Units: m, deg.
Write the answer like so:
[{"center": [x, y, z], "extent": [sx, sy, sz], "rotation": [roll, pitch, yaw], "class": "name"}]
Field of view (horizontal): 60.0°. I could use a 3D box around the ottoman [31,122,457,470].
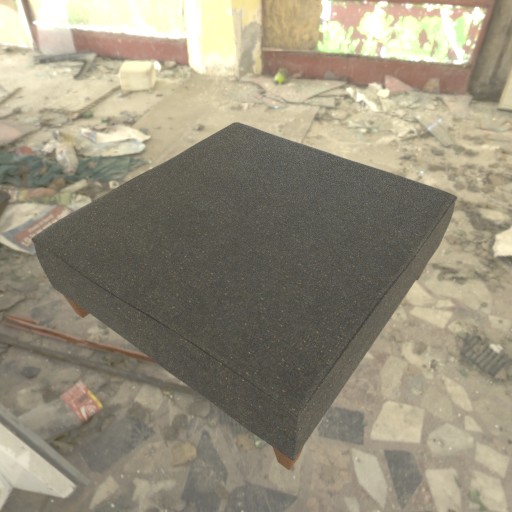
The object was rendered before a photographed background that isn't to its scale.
[{"center": [0.000, 0.000, 1.522], "extent": [0.968, 0.382, 1.004], "rotation": [27, 48, 27], "class": "ottoman"}]
